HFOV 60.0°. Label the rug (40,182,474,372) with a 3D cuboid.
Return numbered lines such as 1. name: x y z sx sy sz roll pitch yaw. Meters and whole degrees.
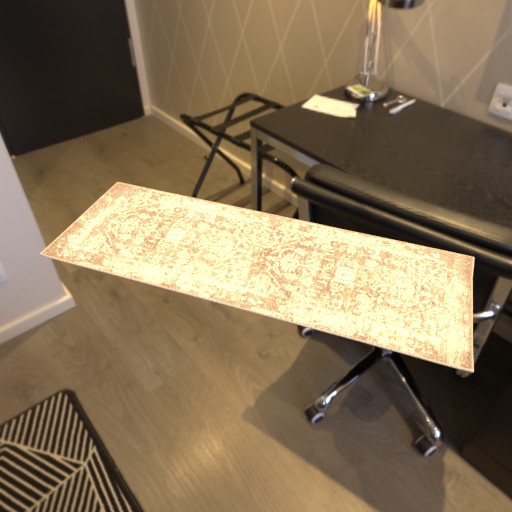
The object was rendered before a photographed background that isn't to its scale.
1. rug: 0.000 0.000 2.639 2.452 0.017 0.855 13 43 14
